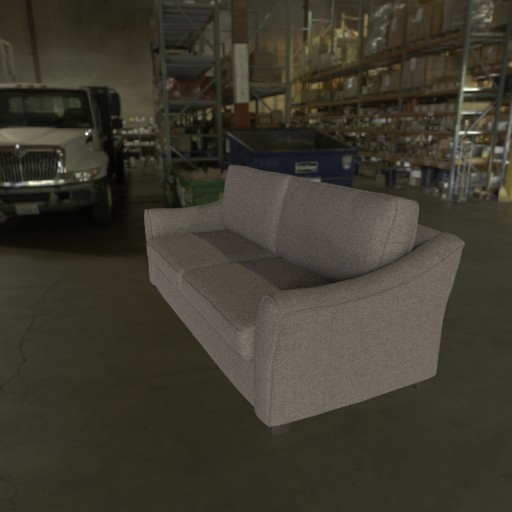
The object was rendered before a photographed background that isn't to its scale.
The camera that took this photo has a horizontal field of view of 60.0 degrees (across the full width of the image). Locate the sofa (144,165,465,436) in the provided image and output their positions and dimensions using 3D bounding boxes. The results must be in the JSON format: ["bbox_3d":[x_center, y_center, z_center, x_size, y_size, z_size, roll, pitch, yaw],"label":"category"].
[{"bbox_3d":[0.000,0.000,2.779,1.013,0.976,2.203,-8,18,-25],"label":"sofa"}]
